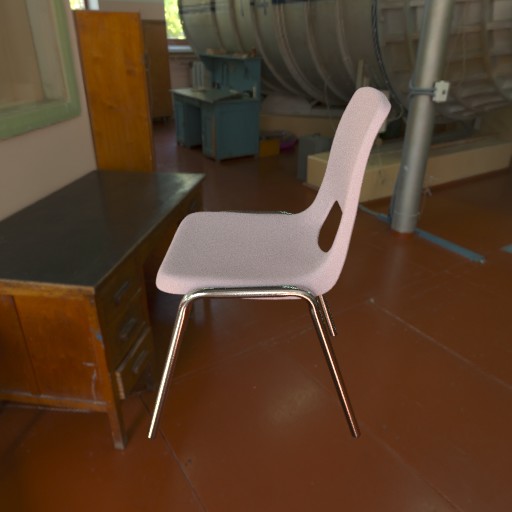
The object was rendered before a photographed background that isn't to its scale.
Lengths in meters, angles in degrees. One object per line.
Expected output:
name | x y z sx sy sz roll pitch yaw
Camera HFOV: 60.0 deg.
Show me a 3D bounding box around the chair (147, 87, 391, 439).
chair | 0.000 0.000 0.918 0.436 0.653 0.381 1 27 1
